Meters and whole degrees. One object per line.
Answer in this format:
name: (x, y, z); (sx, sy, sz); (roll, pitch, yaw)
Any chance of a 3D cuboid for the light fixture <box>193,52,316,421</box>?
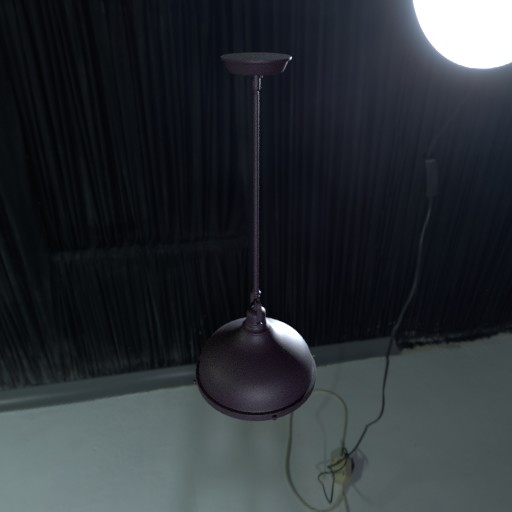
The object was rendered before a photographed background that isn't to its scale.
light fixture: (0.000, 0.000, 1.027); (0.341, 0.849, 0.341); (-8, 31, -13)
